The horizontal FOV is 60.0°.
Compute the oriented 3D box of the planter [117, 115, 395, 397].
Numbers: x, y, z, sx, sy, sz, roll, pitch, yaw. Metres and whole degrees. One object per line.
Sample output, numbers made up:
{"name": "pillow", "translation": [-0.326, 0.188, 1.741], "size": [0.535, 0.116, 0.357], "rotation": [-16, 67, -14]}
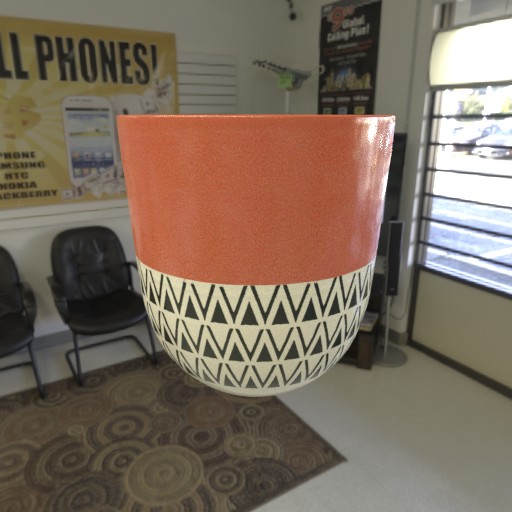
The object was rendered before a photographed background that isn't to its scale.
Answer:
{"name": "planter", "translation": [0.000, 0.000, 0.355], "size": [0.195, 0.214, 0.195], "rotation": [0, 17, 0]}
